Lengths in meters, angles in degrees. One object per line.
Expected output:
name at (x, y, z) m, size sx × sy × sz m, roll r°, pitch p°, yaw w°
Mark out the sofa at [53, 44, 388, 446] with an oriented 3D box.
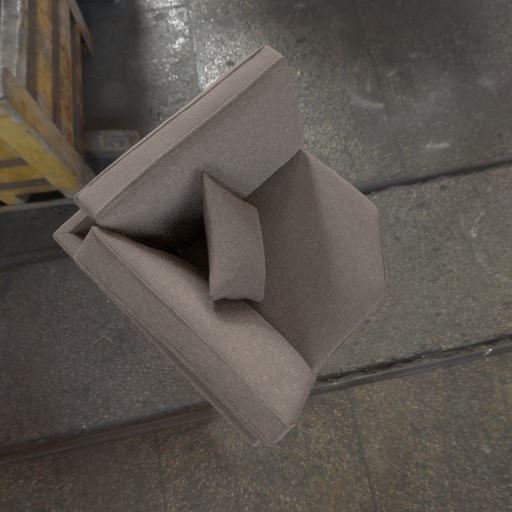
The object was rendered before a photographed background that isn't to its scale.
sofa at (0.000, 0.000, 1.860) m, size 1.050 × 0.951 × 1.042 m, roll 44°, pitch 79°, yaw 11°
